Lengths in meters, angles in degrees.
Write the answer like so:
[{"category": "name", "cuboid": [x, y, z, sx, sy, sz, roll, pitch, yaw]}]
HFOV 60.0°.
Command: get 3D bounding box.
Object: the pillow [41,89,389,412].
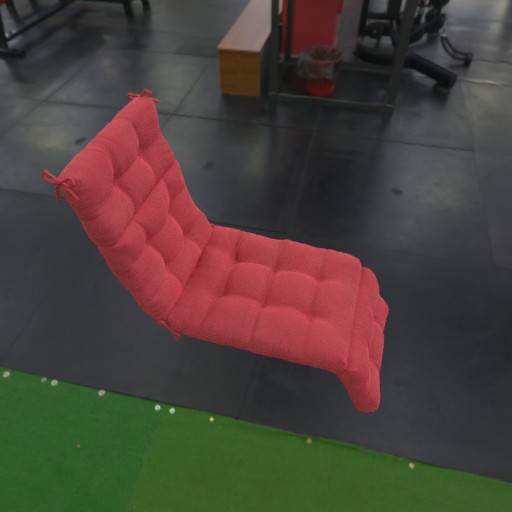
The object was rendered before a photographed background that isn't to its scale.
[{"category": "pillow", "cuboid": [0.000, 0.000, 1.503, 1.016, 0.863, 0.526, 12, 47, 11]}]
